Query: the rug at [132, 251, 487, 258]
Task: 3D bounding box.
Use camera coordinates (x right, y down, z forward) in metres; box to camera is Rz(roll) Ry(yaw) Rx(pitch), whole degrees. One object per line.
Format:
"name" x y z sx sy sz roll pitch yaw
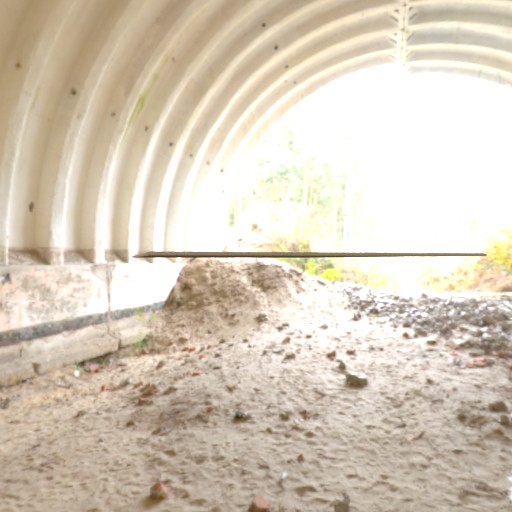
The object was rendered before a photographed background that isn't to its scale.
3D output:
"rug" 0.000 0.000 3.473 1.819 0.018 2.746 0 0 -17
